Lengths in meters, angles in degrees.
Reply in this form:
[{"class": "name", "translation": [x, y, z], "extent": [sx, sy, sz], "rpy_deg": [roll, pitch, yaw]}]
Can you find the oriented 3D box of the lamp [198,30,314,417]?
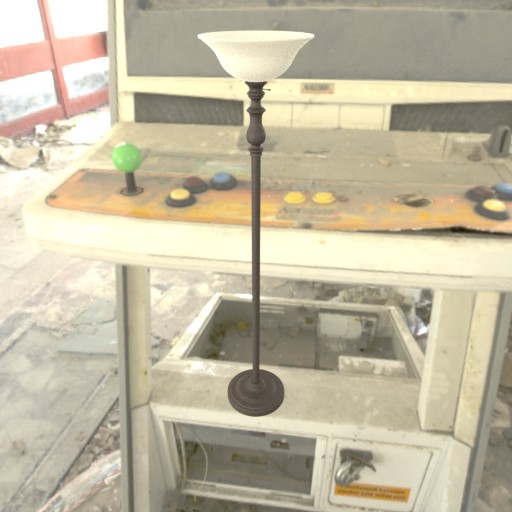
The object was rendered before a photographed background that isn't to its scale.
[{"class": "lamp", "translation": [0.000, 0.000, 2.006], "extent": [0.405, 1.797, 0.405], "rpy_deg": [19, 36, 29]}]
